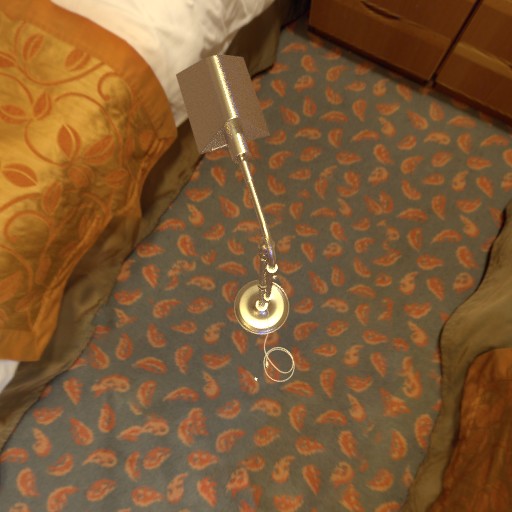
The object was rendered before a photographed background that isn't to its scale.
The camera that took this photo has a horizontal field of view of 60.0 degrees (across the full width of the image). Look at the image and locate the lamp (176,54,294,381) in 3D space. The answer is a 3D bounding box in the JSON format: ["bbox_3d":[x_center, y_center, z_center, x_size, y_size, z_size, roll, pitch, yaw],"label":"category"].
[{"bbox_3d":[0.000,0.000,0.960,0.159,0.708,0.546,-15,75,-4],"label":"lamp"}]
